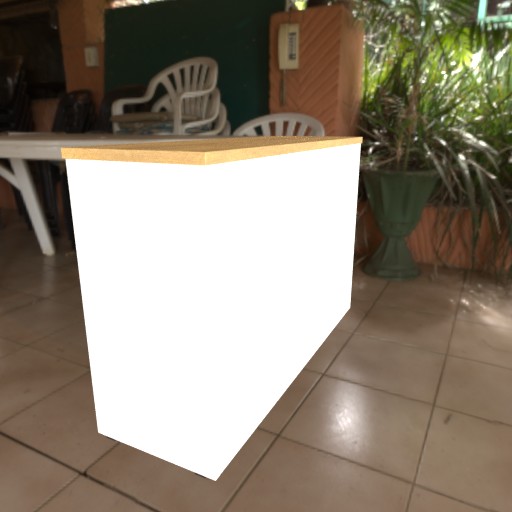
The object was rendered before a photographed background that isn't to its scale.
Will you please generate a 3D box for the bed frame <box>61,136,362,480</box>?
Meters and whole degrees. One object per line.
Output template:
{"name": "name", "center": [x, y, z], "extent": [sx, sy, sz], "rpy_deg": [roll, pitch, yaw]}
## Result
{"name": "bed frame", "center": [0.000, 0.000, 1.685], "extent": [0.430, 0.850, 1.300], "rpy_deg": [8, 18, 26]}
